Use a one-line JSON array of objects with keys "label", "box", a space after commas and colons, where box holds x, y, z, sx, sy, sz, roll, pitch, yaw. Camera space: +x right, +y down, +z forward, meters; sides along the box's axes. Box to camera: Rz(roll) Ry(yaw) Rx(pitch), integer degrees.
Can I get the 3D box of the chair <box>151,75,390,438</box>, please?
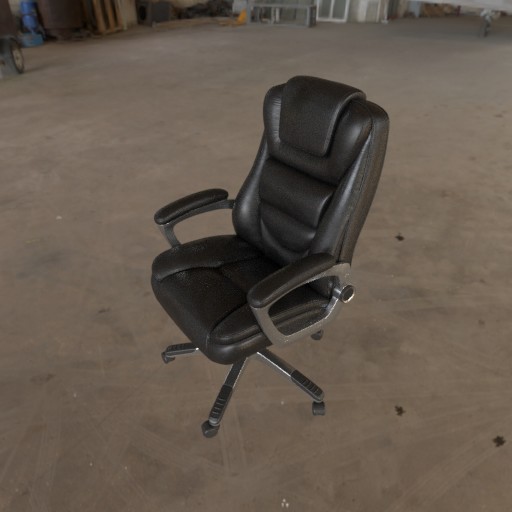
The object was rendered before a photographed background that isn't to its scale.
[{"label": "chair", "box": [0.000, 0.000, 1.520, 0.689, 1.075, 0.697, -22, 39, -30]}]
